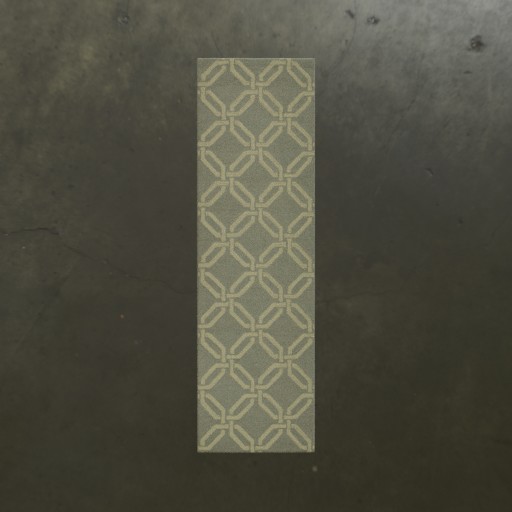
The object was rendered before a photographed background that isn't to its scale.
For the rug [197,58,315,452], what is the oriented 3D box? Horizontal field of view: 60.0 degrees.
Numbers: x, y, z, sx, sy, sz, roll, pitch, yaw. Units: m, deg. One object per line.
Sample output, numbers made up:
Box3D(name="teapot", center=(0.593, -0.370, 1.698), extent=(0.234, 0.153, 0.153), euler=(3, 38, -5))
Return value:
Box3D(name="rug", center=(0.000, 0.000, 2.560), extent=(0.678, 0.014, 2.276), euler=(0, 90, 0))
